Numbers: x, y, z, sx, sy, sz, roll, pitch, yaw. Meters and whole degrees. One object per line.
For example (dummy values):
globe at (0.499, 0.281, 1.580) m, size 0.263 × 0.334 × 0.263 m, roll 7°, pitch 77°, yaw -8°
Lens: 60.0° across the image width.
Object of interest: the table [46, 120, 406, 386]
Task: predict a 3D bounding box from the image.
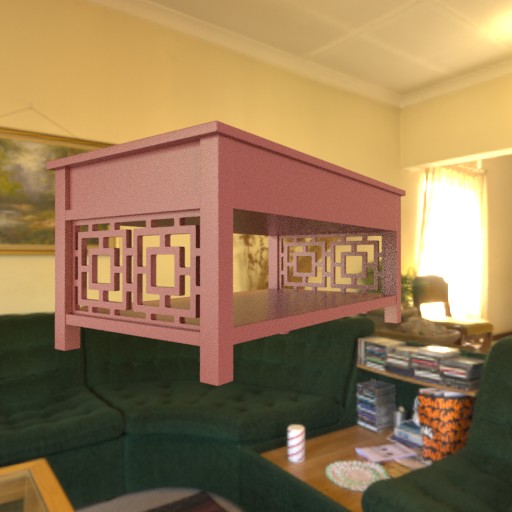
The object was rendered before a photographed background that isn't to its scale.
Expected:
table at (0.000, 0.000, 1.422) m, size 0.612 × 0.493 × 1.068 m, roll 0°, pitch 0°, yaw 37°
